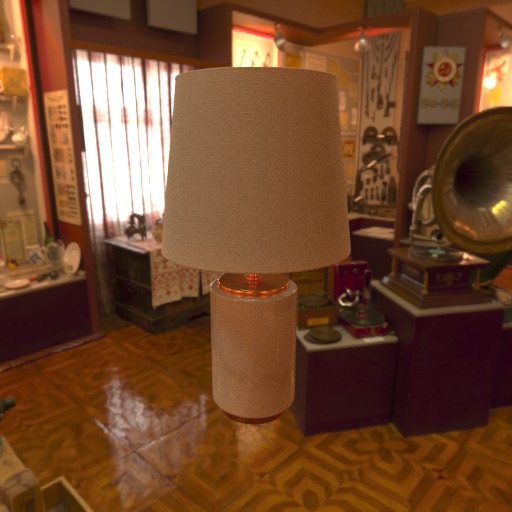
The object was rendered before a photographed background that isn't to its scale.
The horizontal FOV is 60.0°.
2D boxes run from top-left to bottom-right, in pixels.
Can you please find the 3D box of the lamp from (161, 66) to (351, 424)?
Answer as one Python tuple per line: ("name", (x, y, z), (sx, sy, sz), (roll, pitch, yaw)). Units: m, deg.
("lamp", (0.000, 0.000, 0.455), (0.189, 0.340, 0.189), (0, 14, 0))
